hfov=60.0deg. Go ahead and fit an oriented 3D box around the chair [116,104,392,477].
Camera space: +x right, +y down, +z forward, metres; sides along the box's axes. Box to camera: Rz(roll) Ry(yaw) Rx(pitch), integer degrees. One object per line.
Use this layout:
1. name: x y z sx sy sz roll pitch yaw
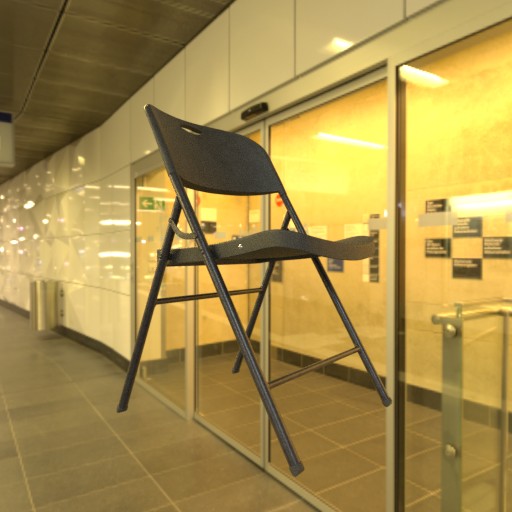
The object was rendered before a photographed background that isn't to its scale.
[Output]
1. chair: 0.000 0.000 1.175 0.566 0.810 0.494 0 1 37
